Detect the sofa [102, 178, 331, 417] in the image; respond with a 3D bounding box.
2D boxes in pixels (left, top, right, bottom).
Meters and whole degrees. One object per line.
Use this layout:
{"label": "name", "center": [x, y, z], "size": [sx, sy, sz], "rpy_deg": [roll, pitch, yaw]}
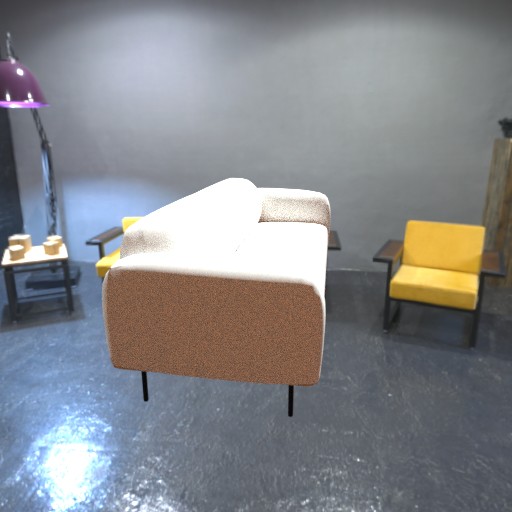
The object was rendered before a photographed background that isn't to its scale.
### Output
{"label": "sofa", "center": [0.000, 0.000, 2.695], "size": [0.870, 0.780, 2.280], "rpy_deg": [3, 16, 9]}
